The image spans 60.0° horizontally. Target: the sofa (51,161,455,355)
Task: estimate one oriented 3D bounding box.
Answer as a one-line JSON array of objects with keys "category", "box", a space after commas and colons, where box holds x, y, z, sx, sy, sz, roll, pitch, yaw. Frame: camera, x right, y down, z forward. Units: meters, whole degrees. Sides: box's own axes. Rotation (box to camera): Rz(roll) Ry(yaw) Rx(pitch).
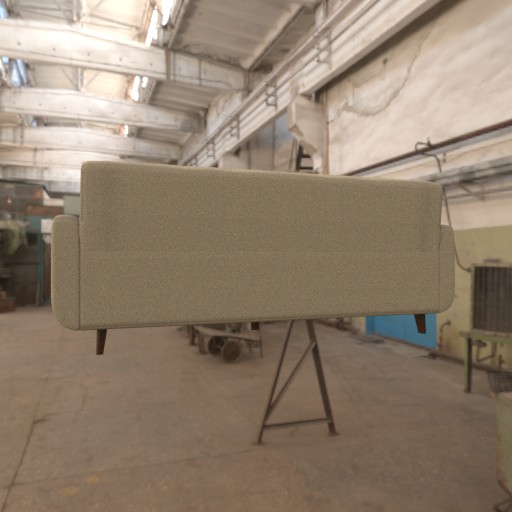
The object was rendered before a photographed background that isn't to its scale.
[{"category": "sofa", "box": [0.000, 0.000, 2.642, 2.137, 0.892, 0.980, 0, 0, -18]}]
